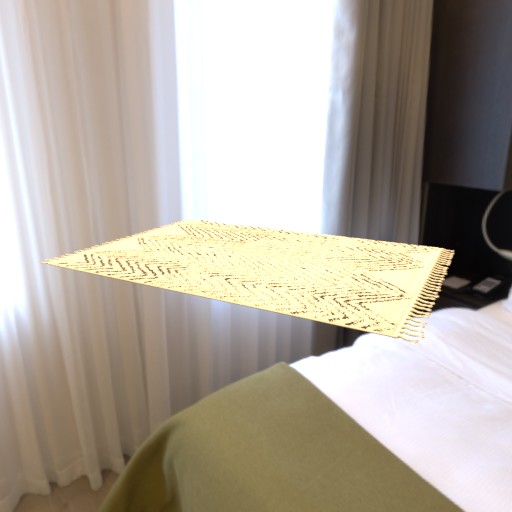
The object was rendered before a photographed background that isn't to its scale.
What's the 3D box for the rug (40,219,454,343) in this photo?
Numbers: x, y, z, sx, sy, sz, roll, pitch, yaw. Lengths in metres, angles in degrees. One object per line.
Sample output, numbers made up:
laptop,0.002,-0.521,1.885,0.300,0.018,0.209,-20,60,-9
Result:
rug,0.000,0.000,2.332,1.847,0.014,1.230,9,18,27
